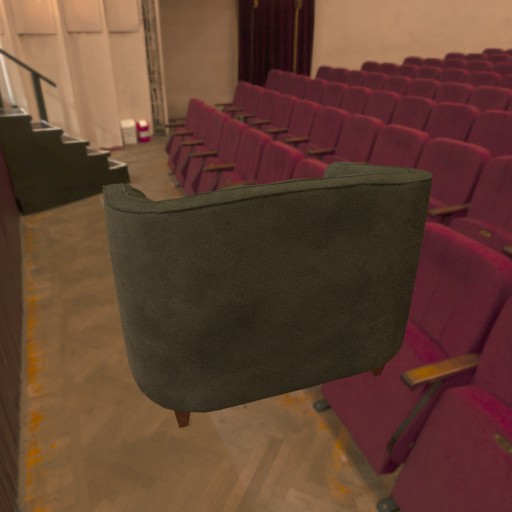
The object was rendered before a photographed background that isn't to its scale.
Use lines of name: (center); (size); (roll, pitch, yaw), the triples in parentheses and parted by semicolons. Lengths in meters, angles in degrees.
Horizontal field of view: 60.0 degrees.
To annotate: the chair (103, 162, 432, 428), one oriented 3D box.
chair: (0.000, 0.000, 1.777); (1.104, 0.852, 0.941); (-9, 28, -17)
